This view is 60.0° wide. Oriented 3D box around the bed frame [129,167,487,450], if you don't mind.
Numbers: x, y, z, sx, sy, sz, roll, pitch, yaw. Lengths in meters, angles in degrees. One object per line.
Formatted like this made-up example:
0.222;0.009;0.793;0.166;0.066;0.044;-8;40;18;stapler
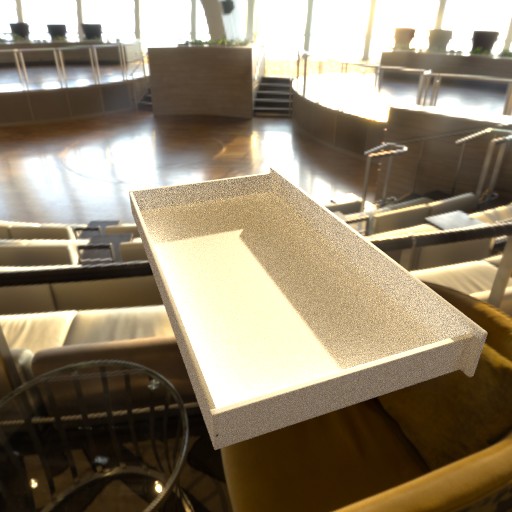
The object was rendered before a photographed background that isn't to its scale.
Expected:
0.000;0.000;1.499;0.670;0.141;1.300;-11;32;-18;bed frame
